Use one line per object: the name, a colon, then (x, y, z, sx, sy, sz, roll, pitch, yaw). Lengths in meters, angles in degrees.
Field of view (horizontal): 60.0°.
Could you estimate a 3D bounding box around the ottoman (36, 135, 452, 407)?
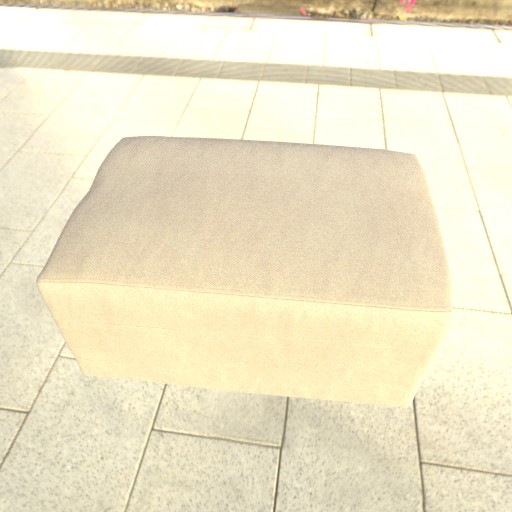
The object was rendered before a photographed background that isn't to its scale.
ottoman: (0.000, 0.000, 1.183, 0.872, 0.444, 0.590, 4, 47, 4)
